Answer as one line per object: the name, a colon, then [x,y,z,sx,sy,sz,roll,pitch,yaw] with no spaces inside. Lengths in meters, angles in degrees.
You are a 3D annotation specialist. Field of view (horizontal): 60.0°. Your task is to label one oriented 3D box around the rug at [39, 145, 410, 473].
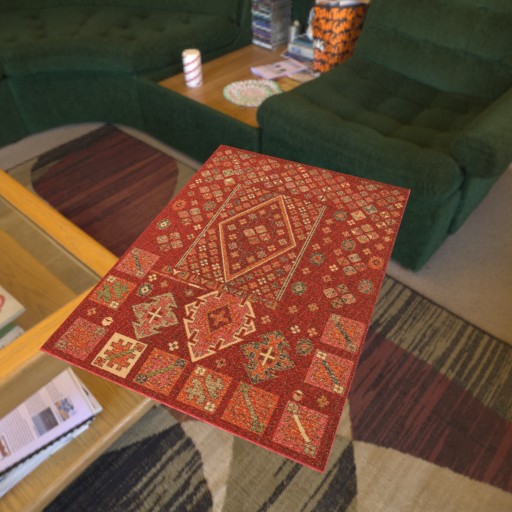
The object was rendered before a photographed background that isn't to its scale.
rug: [0.000,0.000,4.292,2.389,0.011,3.306,17,48,16]
